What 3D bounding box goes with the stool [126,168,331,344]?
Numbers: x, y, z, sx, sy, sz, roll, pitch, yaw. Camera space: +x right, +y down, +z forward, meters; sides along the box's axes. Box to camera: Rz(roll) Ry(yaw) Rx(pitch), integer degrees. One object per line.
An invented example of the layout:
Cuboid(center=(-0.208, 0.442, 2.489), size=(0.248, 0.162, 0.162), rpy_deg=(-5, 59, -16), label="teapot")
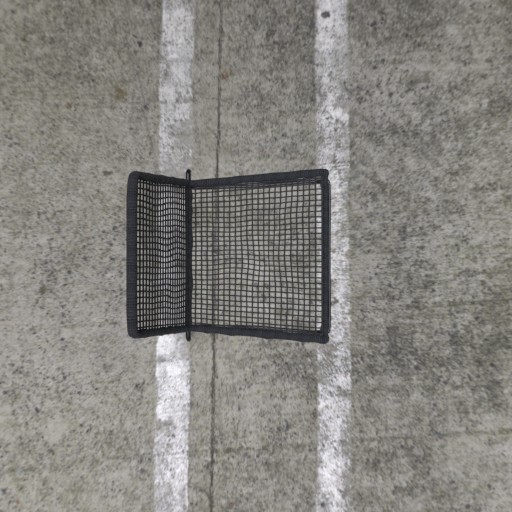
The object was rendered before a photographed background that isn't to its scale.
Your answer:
Cuboid(center=(0.000, 0.000, 1.254), size=(0.509, 0.905, 0.590), rpy_deg=(0, 90, 0), label="stool")
